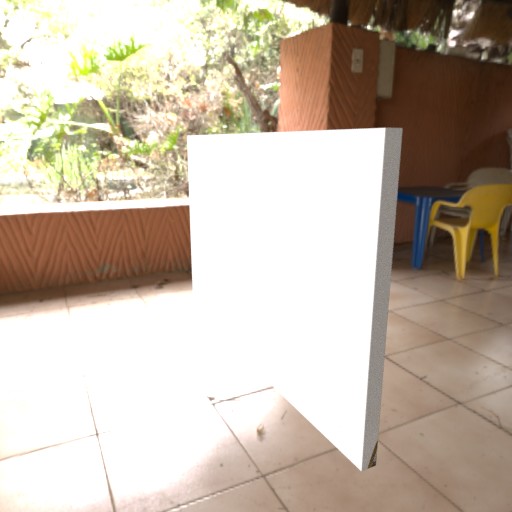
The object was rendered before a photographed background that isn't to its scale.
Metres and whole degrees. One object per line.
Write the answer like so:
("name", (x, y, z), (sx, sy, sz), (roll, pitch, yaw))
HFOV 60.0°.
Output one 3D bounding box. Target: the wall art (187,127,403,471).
("wall art", (0.000, 0.000, 1.124), (0.038, 0.601, 0.898), (-7, 16, -26))
